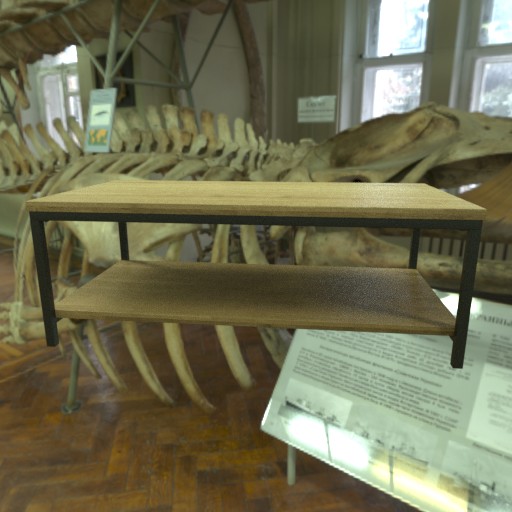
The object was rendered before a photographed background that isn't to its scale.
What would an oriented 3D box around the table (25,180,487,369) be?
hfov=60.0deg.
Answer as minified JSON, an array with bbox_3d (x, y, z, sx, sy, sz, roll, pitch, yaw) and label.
[{"bbox_3d":[0.000,0.000,1.365,1.100,0.399,0.551,2,15,6],"label":"table"}]
